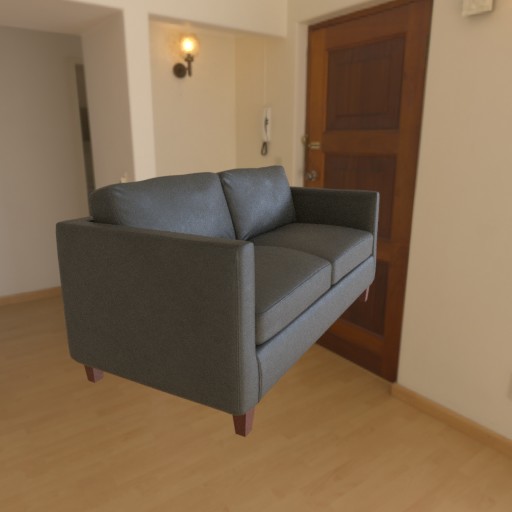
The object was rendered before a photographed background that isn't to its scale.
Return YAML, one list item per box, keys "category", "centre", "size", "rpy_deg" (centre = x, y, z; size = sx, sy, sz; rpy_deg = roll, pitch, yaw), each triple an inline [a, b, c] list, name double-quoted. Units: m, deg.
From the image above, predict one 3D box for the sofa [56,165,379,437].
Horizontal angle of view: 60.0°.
- category: "sofa"
  centre: [0.000, 0.000, 2.500]
  size: [0.951, 0.933, 1.883]
  rpy_deg: [8, 17, 28]
